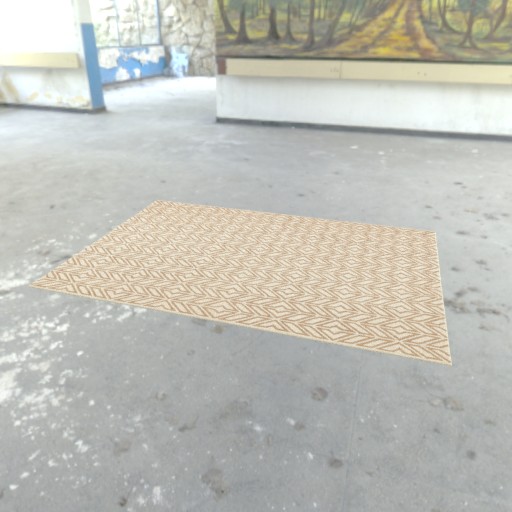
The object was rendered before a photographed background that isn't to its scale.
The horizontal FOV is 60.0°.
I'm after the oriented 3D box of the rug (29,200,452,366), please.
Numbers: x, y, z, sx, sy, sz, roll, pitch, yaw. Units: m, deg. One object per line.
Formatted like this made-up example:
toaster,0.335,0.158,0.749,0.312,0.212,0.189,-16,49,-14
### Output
rug,0.000,0.000,2.326,1.828,0.007,1.220,8,28,15
